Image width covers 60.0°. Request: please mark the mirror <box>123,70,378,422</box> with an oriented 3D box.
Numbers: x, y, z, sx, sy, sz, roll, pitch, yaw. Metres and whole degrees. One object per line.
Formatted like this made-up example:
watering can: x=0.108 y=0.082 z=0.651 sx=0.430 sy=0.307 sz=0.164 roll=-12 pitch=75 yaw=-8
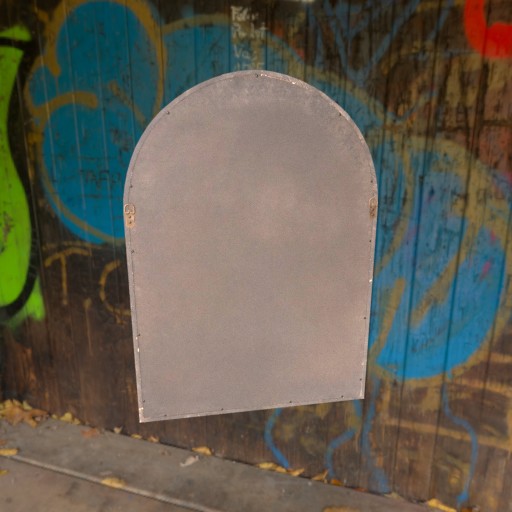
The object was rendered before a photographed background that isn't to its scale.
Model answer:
mirror: x=0.000 y=0.000 z=1.181 sx=0.660 sy=0.920 sz=0.032 roll=-3 pitch=15 yaw=-10
